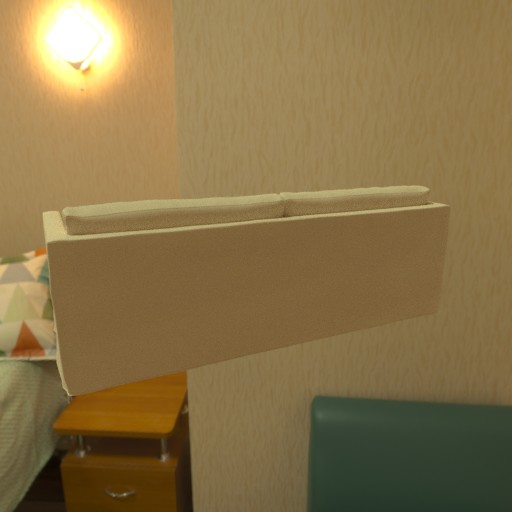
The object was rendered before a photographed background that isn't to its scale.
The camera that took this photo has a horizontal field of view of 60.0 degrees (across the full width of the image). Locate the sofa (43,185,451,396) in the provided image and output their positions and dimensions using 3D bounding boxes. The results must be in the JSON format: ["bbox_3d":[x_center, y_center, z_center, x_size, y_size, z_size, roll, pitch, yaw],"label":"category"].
[{"bbox_3d":[0.000,0.000,3.232,2.779,0.999,1.036,-7,16,-25],"label":"sofa"}]
